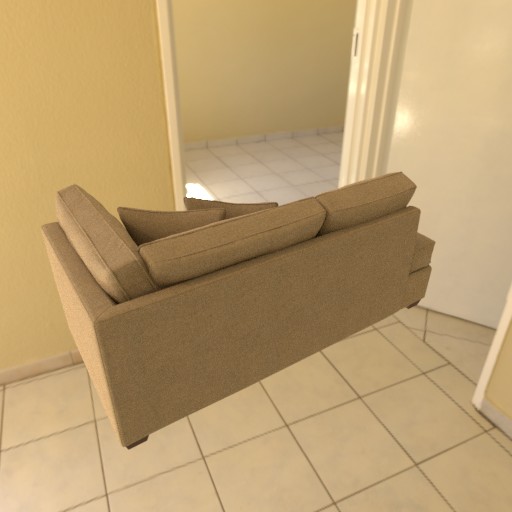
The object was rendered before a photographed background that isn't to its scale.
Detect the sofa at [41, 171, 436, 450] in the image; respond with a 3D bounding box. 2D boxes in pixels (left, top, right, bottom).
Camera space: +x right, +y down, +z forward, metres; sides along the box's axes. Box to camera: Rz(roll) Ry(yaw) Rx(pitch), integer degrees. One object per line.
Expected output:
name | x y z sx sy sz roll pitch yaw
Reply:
sofa | 0.000 0.000 2.802 2.238 1.019 1.110 -18 35 -28
